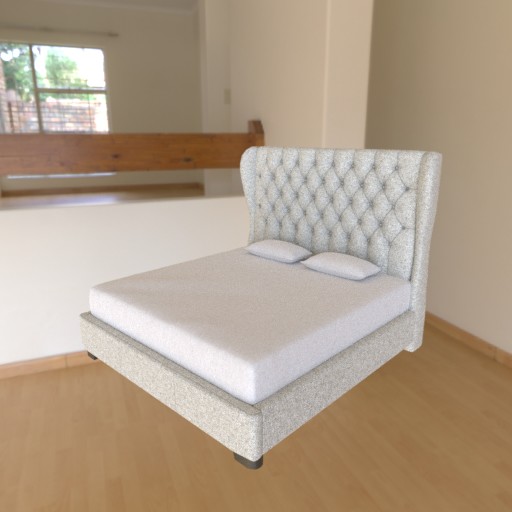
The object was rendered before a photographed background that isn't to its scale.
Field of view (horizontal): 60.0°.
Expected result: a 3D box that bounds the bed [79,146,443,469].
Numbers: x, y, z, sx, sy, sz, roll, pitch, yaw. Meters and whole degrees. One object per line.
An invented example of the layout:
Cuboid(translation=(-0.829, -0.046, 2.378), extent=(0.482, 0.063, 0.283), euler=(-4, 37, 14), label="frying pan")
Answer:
Cuboid(translation=(0.000, 0.000, 3.849), extent=(2.219, 1.771, 2.347), euler=(14, 21, 42), label="bed")
